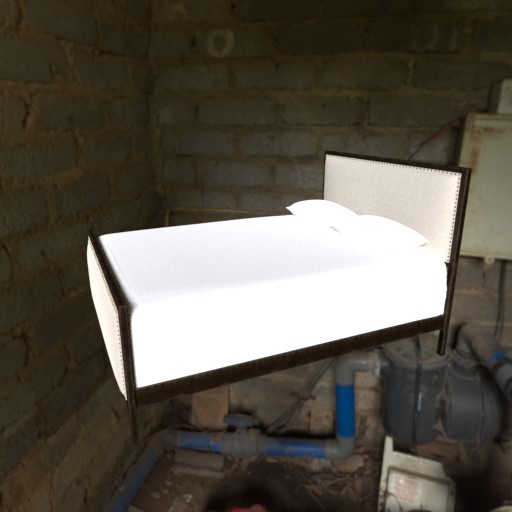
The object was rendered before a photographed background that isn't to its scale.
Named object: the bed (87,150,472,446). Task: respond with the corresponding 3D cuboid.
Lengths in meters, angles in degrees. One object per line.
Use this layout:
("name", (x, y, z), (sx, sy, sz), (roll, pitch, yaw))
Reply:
("bed", (0.000, 0.000, 3.206), (2.221, 1.313, 1.607), (-8, 19, -23))
